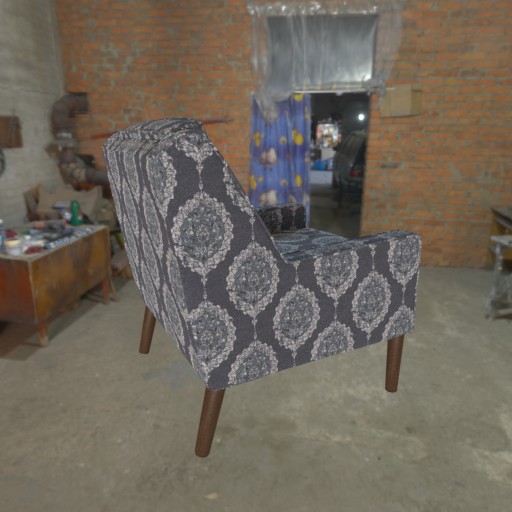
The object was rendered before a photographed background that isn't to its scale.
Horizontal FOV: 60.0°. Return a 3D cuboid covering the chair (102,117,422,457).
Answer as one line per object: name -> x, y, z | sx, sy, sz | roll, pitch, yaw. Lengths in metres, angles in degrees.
chair -> 0.000, 0.000, 1.345 | 0.743, 0.792, 0.663 | -8, 17, -26
